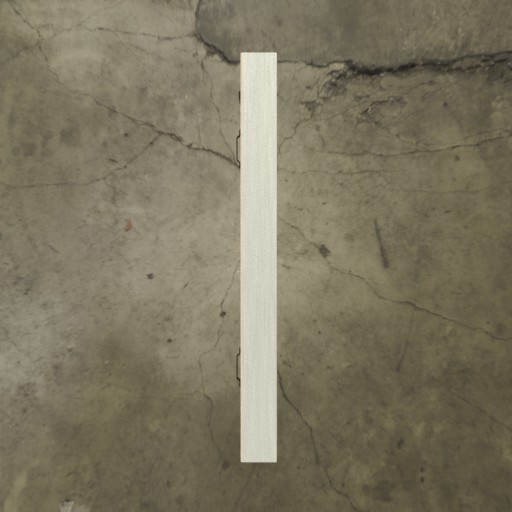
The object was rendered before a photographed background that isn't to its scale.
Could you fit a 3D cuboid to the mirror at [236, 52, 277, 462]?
[{"bbox_3d":[0.000,0.000,0.691,0.041,0.508,0.405,0,91,0],"label":"mirror"}]
